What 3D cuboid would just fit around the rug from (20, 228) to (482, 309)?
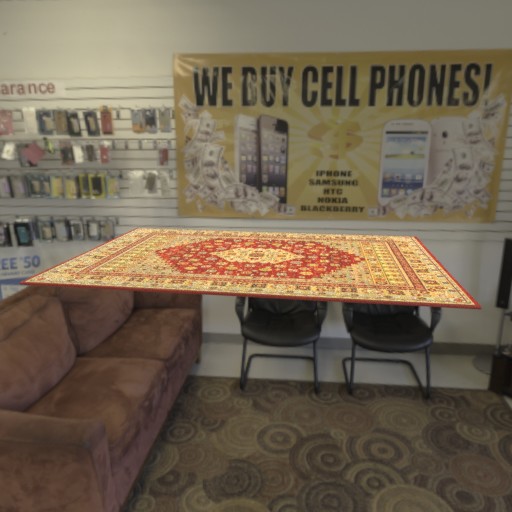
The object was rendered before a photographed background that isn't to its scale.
[{"bbox_3d":[0.000,0.000,2.270,1.802,0.013,1.194,2,15,9],"label":"rug"}]
